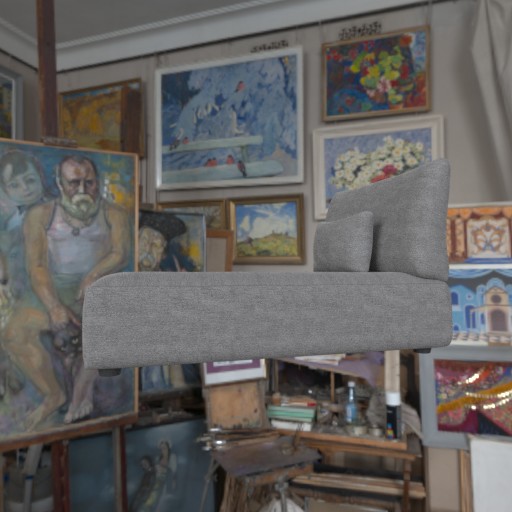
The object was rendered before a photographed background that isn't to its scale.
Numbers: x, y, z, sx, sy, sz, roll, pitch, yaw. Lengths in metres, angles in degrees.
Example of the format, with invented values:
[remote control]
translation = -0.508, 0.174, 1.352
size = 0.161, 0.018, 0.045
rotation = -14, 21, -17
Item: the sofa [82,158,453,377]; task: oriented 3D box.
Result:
[sofa]
translation = 0.000, 0.000, 2.027
size = 1.450, 0.820, 0.930
rotation = 1, -2, -19
